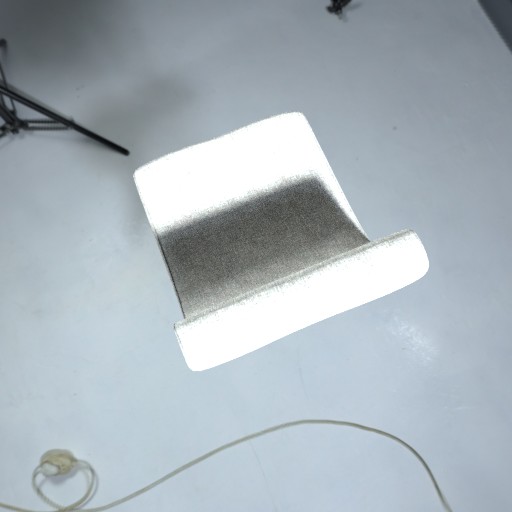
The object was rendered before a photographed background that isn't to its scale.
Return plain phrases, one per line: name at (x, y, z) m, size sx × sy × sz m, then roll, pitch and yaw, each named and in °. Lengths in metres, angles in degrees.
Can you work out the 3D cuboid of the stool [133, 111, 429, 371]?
stool at (0.000, 0.000, 1.203) m, size 0.426 × 0.965 × 0.499 m, roll -22°, pitch 76°, yaw -6°
